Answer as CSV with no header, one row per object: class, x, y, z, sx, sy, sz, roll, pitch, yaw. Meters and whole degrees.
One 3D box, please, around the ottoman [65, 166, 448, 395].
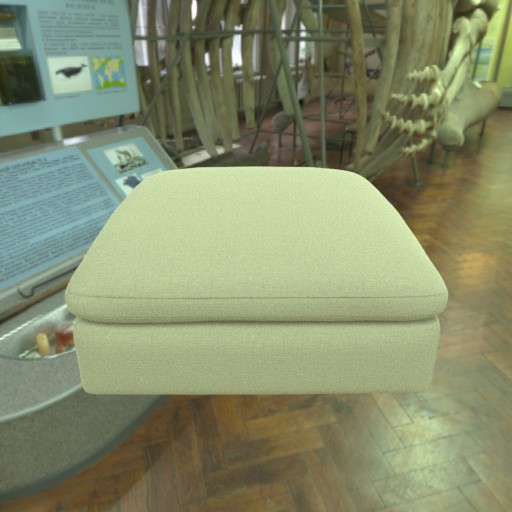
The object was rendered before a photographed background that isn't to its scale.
ottoman,0.000,0.000,1.544,0.977,0.467,0.996,0,27,0
